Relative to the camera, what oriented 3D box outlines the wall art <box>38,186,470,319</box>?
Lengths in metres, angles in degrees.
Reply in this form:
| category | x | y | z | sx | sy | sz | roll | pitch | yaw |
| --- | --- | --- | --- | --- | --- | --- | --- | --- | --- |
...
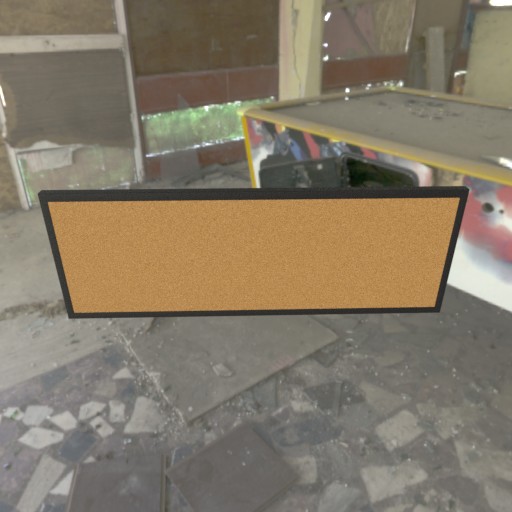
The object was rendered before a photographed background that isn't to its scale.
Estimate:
| category | x | y | z | sx | sy | sz | roll | pitch | yaw |
| --- | --- | --- | --- | --- | --- | --- | --- | --- | --- |
| wall art | 0.000 | 0.000 | 1.761 | 1.572 | 0.554 | 0.041 | -1 | 29 | -1 |
